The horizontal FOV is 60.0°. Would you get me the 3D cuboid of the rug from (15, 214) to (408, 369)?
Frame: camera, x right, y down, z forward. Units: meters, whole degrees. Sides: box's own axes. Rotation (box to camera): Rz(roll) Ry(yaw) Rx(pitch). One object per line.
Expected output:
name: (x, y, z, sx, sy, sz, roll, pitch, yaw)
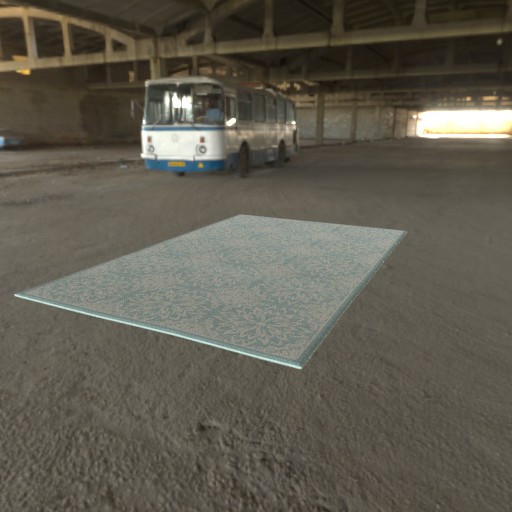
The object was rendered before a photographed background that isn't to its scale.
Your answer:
rug: (0.000, 0.000, 2.277, 1.219, 0.012, 1.840, 8, 18, 26)
